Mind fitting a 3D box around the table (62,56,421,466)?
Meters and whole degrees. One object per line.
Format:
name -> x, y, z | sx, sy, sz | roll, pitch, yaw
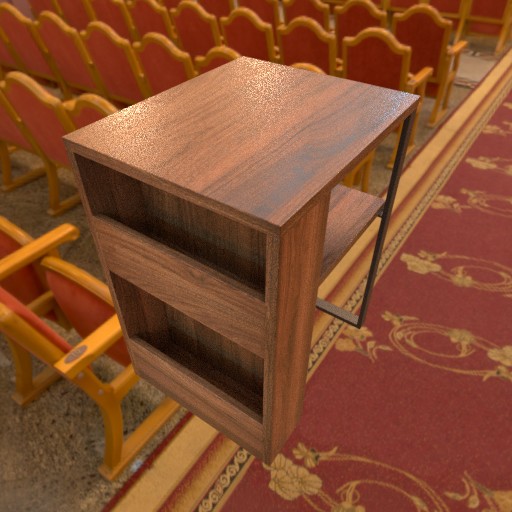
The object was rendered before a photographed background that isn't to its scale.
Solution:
table -> 0.000, 0.000, 1.571 | 0.660, 1.041, 0.786 | 25, 47, 25
